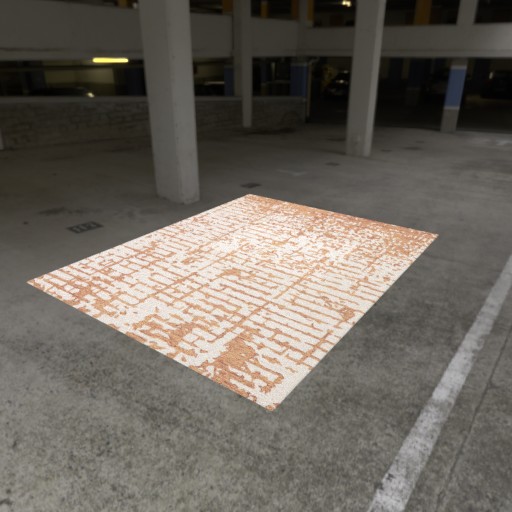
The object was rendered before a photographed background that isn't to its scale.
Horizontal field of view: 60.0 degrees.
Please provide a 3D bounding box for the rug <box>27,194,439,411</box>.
[{"bbox_3d":[0.000,0.000,4.100,2.441,0.011,3.050,17,30,32],"label":"rug"}]
